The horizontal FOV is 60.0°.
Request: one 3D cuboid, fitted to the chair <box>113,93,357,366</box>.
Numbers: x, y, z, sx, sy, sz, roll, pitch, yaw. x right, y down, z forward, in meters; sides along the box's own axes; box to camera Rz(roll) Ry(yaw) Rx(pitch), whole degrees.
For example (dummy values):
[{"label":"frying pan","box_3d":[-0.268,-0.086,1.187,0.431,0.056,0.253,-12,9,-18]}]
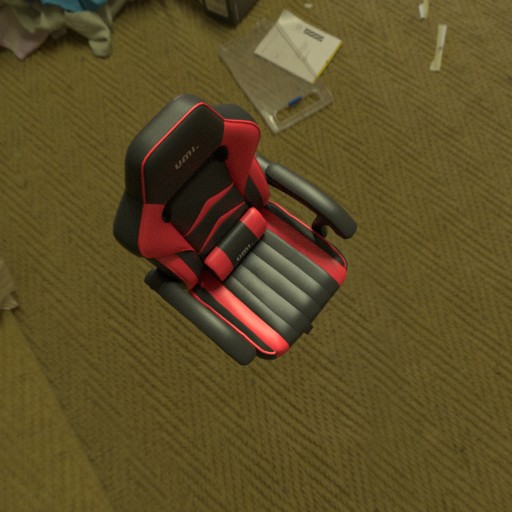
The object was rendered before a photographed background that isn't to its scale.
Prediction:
[{"label":"chair","box_3d":[0.000,0.000,1.662,0.700,1.220,0.700,39,79,9]}]
